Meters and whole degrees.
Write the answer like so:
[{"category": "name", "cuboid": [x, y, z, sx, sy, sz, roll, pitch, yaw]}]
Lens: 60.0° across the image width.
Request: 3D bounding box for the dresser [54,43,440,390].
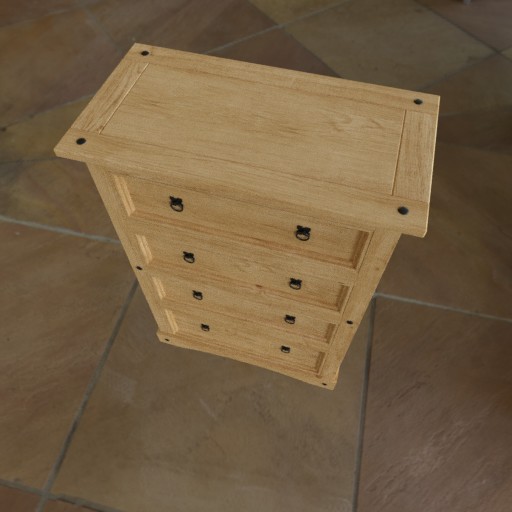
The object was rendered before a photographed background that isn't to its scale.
[{"category": "dresser", "cuboid": [0.000, 0.000, 1.702, 0.915, 1.300, 0.485, 14, 58, 9]}]
